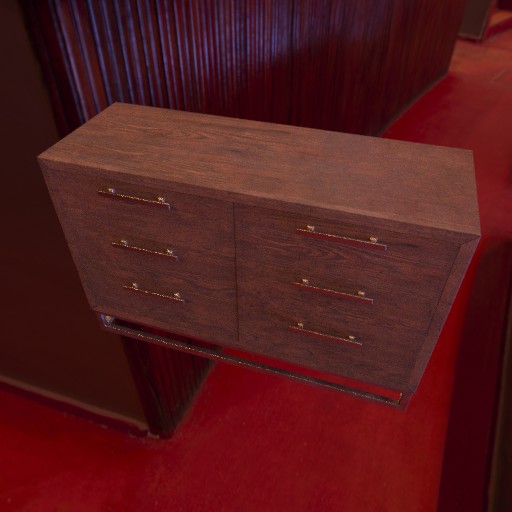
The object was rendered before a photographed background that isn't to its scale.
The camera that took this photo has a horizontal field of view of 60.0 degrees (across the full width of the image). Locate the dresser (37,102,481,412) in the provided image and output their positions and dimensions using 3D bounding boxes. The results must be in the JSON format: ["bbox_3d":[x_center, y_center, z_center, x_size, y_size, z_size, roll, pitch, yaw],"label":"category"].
[{"bbox_3d":[0.000,0.000,2.112,1.646,1.061,0.623,12,42,13],"label":"dresser"}]
